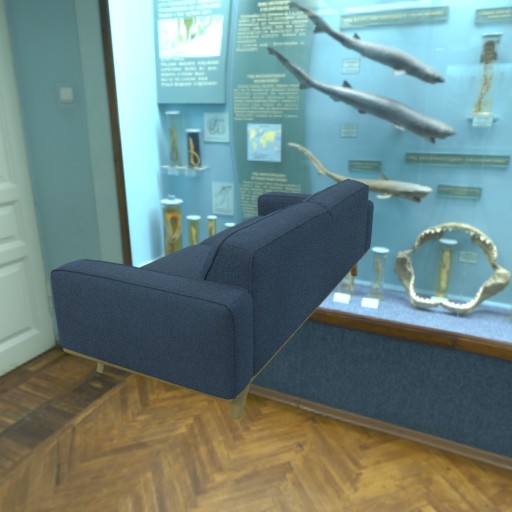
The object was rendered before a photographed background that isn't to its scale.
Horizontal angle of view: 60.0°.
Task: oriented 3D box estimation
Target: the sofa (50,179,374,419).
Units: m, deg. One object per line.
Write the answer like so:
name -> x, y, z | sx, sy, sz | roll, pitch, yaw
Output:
sofa -> 0.000, 0.000, 2.768 | 0.953, 0.782, 2.270 | 9, 20, 25
